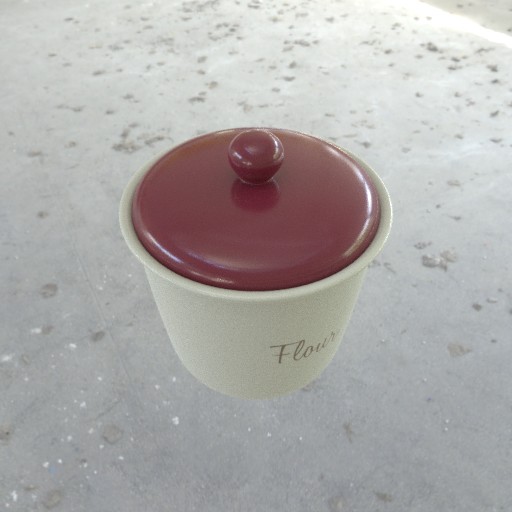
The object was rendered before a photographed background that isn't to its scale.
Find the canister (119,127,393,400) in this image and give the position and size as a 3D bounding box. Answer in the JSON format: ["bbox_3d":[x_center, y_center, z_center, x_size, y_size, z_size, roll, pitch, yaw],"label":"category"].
[{"bbox_3d":[0.000,0.000,0.342,0.182,0.208,0.182,0,45,0],"label":"canister"}]
